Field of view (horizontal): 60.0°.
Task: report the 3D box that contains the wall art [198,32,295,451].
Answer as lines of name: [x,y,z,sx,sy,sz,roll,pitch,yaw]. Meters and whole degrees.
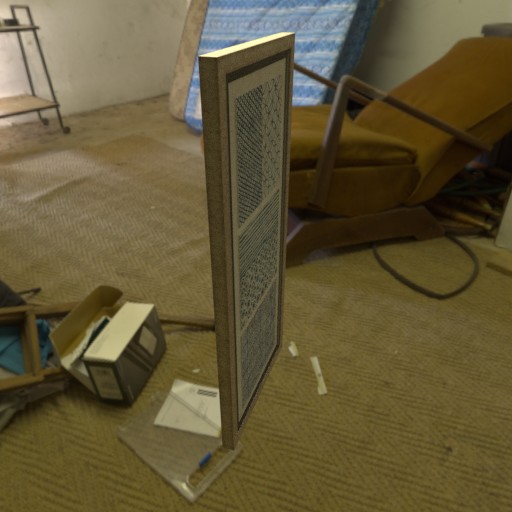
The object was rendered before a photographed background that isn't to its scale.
wall art: [0.000,0.000,1.672,0.051,1.461,0.648,11,33,17]
